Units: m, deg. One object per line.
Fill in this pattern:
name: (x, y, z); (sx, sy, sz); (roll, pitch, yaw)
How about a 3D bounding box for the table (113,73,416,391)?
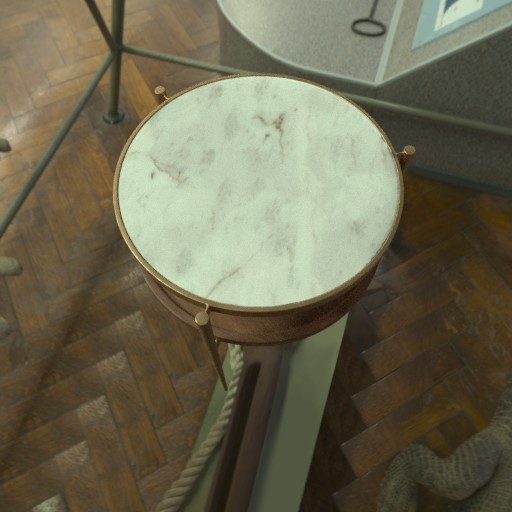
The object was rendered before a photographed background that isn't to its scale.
table: (0.000, 0.000, 0.860); (0.430, 0.493, 0.456); (16, 65, 8)
